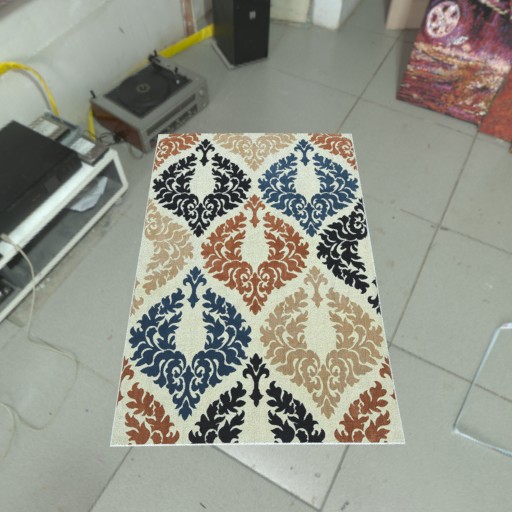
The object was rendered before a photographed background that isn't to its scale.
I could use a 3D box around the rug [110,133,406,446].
[{"bbox_3d":[0.000,0.000,2.859,1.514,0.014,2.275,0,58,0],"label":"rug"}]
